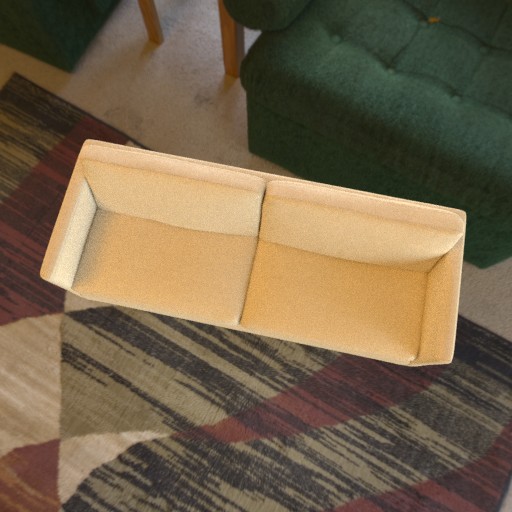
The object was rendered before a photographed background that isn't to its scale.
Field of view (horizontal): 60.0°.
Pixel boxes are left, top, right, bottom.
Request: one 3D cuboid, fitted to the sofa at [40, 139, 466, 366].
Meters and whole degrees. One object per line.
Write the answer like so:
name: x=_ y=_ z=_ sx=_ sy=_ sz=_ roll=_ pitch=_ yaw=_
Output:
sofa: x=0.000 y=0.000 z=2.887 sx=2.434 sy=0.965 sz=0.948 roll=11 pitch=75 yaw=3
